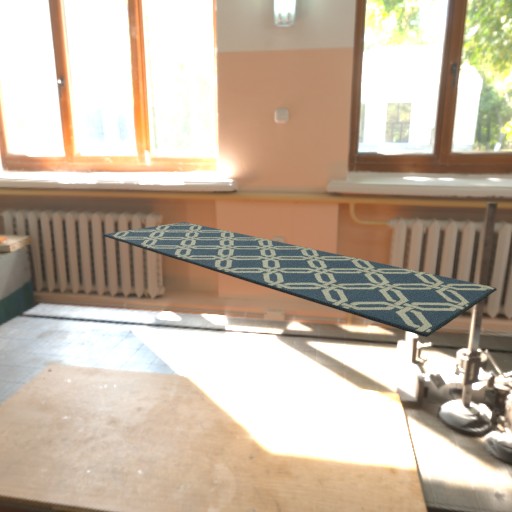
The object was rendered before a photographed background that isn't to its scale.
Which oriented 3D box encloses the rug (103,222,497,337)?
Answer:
[{"bbox_3d":[0.000,0.000,2.467,0.678,0.014,2.276,-14,20,-43],"label":"rug"}]
